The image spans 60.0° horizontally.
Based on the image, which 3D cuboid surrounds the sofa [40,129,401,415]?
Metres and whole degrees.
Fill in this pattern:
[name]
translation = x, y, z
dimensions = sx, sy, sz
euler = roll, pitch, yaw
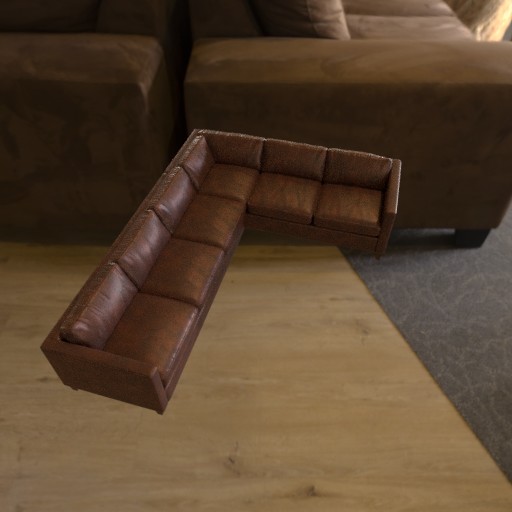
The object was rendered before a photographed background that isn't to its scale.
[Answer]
[sofa]
translation = 0.000, 0.000, 4.253
dimensions = 2.438, 0.836, 3.152
euler = 12, 48, 11
